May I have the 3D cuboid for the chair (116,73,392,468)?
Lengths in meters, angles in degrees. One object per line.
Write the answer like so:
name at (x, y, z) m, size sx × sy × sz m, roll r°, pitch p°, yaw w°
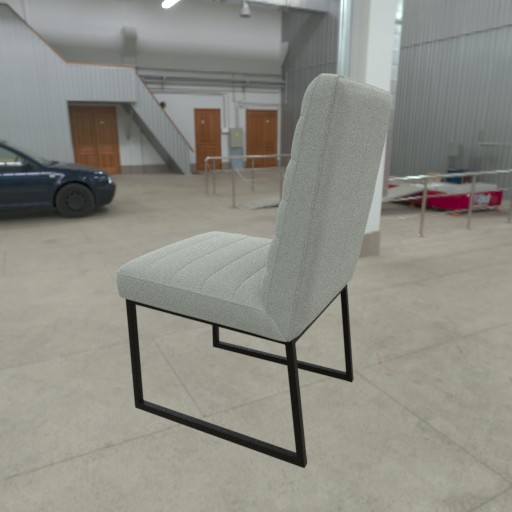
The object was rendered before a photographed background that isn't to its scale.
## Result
chair at (0.000, 0.000, 1.298) m, size 0.634 × 0.930 × 0.520 m, roll 8°, pitch 18°, yaw 26°
